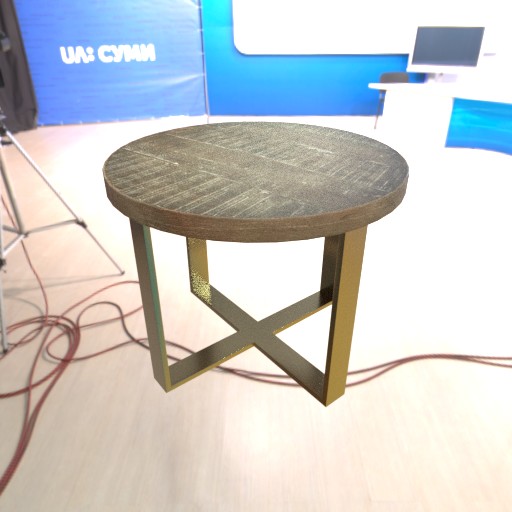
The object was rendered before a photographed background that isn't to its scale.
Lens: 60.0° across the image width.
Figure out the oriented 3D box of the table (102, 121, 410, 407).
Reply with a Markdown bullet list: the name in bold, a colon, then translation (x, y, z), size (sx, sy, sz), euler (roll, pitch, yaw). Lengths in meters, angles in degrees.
- **table**: translation (0.000, 0.000, 0.948), size (0.557, 0.437, 0.557), euler (0, 30, 0)
